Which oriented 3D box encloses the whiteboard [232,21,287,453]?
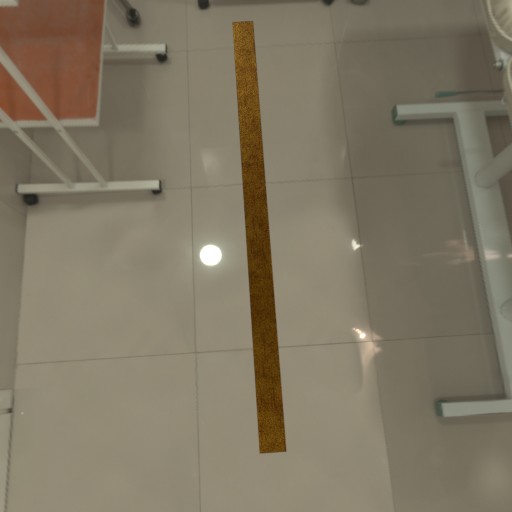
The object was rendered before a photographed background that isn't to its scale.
[{"bbox_3d":[0.000,0.000,0.771,0.029,0.457,0.561,-4,75,-1],"label":"whiteboard"}]
